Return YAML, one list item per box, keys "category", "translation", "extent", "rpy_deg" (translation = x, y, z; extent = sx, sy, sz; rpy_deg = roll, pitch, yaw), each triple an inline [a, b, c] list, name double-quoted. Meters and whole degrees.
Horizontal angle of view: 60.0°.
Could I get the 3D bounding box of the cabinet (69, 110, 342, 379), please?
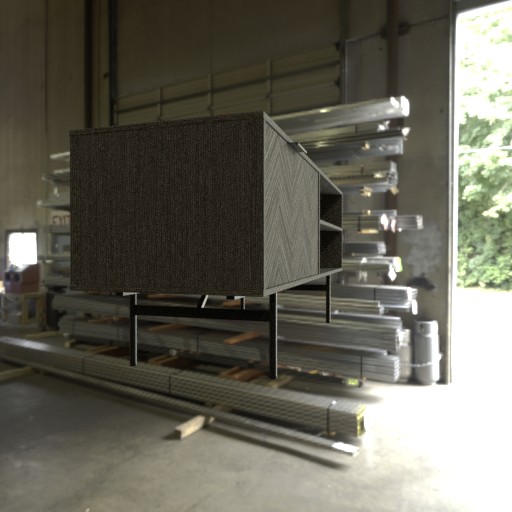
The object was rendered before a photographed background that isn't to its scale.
- category: "cabinet"
  translation: [0.000, 0.000, 1.582]
  extent: [0.500, 0.599, 1.300]
  rpy_deg: [0, 1, 18]
